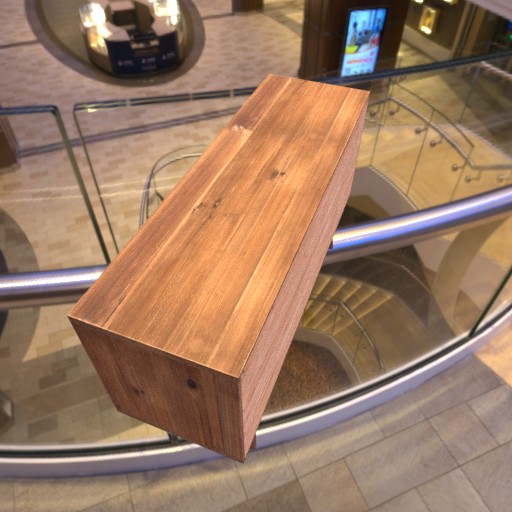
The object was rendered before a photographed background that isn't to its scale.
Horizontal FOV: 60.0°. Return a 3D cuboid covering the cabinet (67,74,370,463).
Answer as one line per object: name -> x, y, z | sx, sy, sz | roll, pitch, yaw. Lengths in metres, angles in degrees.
cabinet -> 0.000, 0.000, 1.749 | 0.472, 0.800, 1.400 | 16, 49, 15
